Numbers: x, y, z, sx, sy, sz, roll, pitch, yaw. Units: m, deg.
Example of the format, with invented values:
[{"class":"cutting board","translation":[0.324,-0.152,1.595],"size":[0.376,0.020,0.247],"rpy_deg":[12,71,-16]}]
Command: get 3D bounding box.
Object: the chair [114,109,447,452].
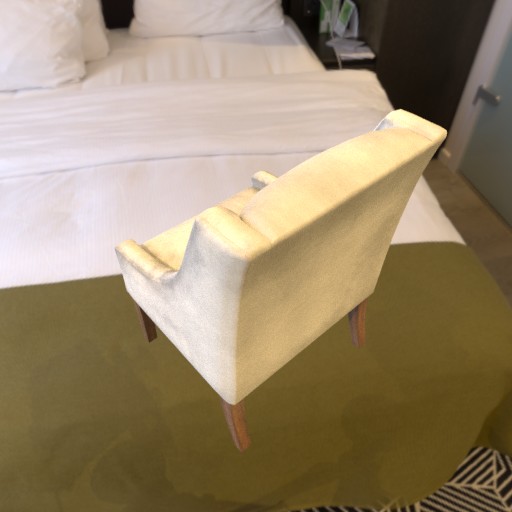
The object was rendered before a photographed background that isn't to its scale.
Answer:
[{"class":"chair","translation":[0.000,0.000,1.323],"size":[0.629,0.895,0.629],"rpy_deg":[-32,54,-28]}]
